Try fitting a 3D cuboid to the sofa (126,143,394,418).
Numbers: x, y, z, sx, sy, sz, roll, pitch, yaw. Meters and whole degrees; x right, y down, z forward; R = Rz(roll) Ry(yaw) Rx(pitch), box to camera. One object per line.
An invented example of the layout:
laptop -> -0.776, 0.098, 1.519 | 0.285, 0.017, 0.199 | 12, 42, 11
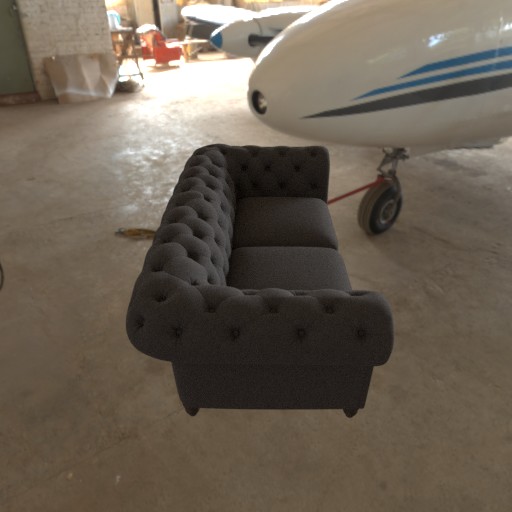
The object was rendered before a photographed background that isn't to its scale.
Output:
sofa -> 0.000, 0.000, 2.494 | 0.986, 0.764, 1.998 | 0, 32, 1
